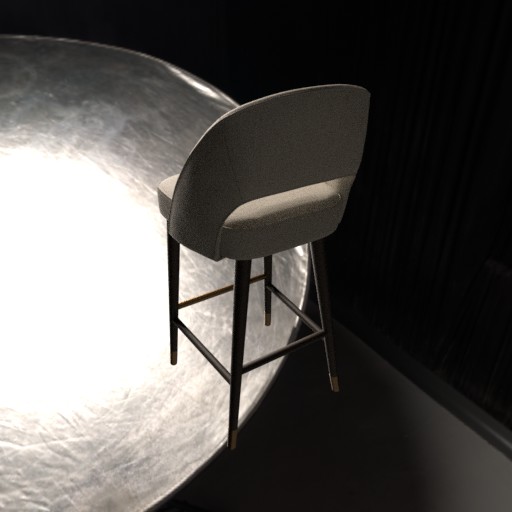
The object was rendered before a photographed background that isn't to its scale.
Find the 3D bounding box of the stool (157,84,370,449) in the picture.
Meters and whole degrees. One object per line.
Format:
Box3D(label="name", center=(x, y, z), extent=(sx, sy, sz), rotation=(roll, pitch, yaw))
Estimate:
Box3D(label="stool", center=(0.000, 0.000, 1.343), extent=(0.494, 1.037, 0.509), rotation=(-18, 34, -28))
